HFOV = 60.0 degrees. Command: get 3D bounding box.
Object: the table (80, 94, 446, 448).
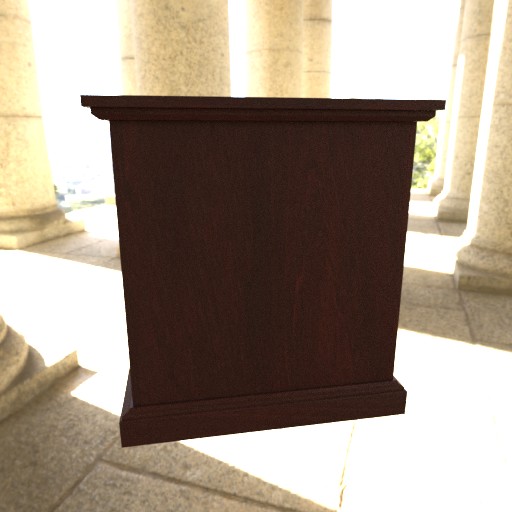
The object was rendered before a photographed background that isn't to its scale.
[{"bbox_3d":[0.000,0.000,0.943,0.584,0.612,0.356,-3,16,-10],"label":"table"}]
